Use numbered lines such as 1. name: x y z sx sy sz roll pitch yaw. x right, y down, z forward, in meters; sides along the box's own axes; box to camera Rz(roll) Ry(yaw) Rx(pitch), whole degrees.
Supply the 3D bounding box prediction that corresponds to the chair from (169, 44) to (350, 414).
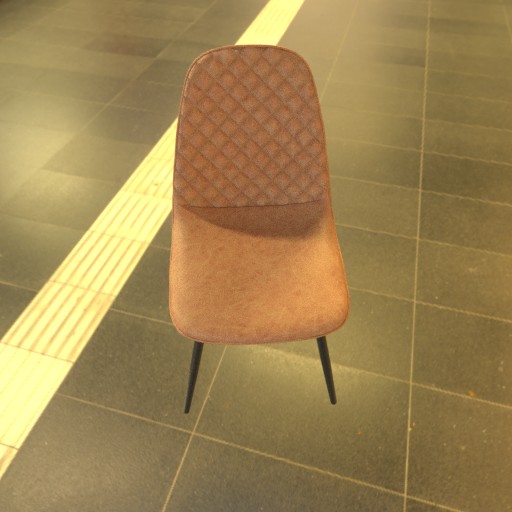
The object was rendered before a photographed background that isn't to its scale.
1. chair: 0.000 0.000 1.188 0.472 0.889 0.561 -3 47 -2
